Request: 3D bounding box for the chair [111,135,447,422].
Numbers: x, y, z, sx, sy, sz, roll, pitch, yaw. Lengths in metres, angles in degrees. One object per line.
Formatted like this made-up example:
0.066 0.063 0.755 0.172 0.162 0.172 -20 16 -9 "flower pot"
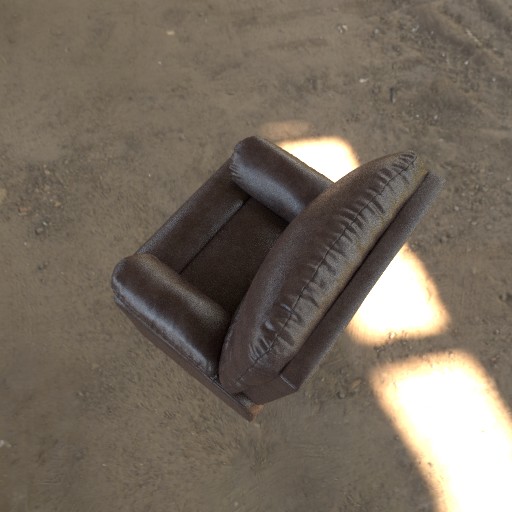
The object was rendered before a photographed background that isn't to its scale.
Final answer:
0.000 0.000 1.715 0.879 1.041 0.940 35 69 15 "chair"
